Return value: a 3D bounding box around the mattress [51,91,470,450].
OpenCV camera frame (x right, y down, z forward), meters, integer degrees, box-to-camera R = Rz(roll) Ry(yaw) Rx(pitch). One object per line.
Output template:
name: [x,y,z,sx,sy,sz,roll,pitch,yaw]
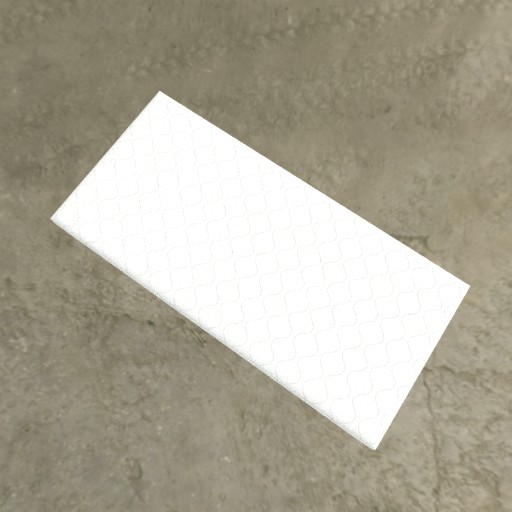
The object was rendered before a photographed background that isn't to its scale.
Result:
mattress: [0.000,0.000,2.257,1.900,0.200,0.900,34,78,8]
